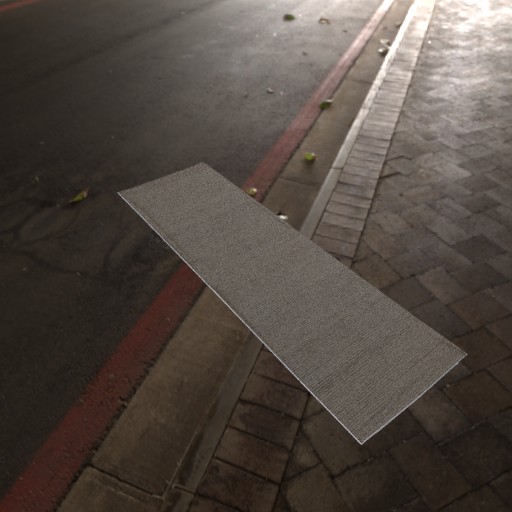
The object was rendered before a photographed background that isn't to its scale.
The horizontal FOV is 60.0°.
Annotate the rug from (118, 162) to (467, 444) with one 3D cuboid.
[{"bbox_3d":[0.000,0.000,2.674,0.741,0.014,2.390,-26,47,-27],"label":"rug"}]
